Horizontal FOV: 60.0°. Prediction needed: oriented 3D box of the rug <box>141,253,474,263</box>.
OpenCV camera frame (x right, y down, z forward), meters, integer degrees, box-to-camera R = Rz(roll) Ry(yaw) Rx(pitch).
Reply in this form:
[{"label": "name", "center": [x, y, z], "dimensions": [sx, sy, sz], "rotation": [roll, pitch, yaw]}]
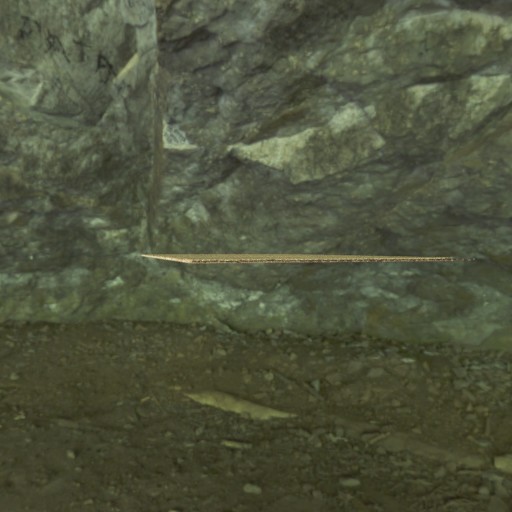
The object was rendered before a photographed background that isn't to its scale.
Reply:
[{"label": "rug", "center": [0.000, 0.000, 2.035], "dimensions": [0.905, 0.017, 1.718], "rotation": [0, 1, -19]}]
